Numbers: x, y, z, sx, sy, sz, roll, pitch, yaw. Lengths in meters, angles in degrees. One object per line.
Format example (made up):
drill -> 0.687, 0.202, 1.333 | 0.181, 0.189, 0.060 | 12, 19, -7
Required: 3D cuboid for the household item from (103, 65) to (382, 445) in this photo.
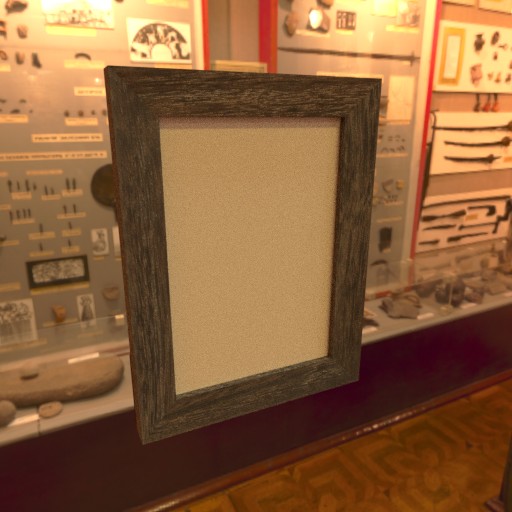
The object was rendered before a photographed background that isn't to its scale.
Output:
household item -> 0.000, 0.000, 0.276 | 0.160, 0.210, 0.020 | -8, 19, -24
